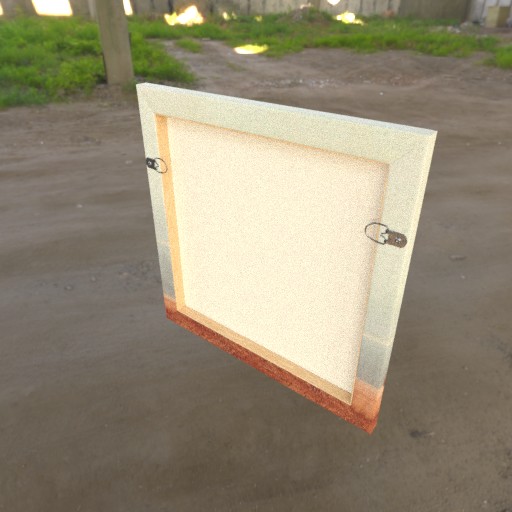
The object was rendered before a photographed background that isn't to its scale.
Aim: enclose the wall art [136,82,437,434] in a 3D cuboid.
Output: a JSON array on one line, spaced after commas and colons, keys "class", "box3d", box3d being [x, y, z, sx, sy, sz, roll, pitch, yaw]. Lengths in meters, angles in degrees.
[{"class": "wall art", "box3d": [0.000, 0.000, 0.608, 0.405, 0.405, 0.023, 22, 37, 32]}]
